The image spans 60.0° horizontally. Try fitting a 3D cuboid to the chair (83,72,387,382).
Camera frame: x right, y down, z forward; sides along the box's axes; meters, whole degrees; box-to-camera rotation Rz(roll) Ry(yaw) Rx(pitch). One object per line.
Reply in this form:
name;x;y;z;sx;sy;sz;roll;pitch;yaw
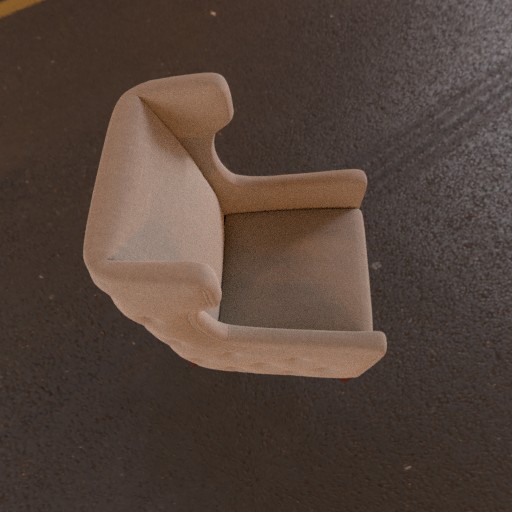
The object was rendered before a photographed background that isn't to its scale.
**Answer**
chair;0.000;0.000;1.657;0.899;1.079;0.778;1;63;1
